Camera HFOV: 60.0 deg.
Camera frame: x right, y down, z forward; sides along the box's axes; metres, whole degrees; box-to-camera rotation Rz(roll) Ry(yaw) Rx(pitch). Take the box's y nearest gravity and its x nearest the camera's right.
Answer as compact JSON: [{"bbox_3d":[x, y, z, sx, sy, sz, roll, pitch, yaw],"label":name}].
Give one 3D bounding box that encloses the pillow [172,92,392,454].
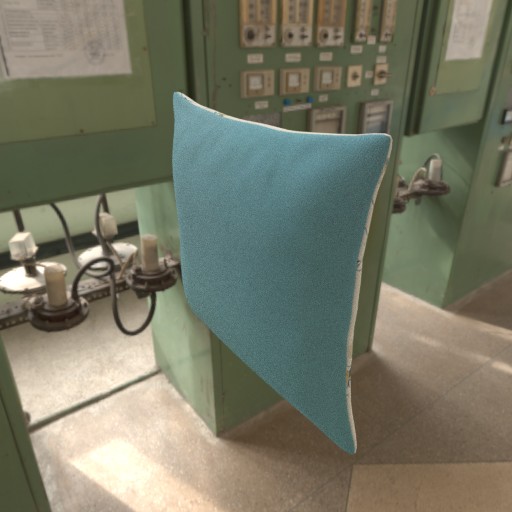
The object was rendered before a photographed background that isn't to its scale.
[{"bbox_3d":[0.000,0.000,0.787,0.166,0.507,0.526,-18,31,-32],"label":"pillow"}]
